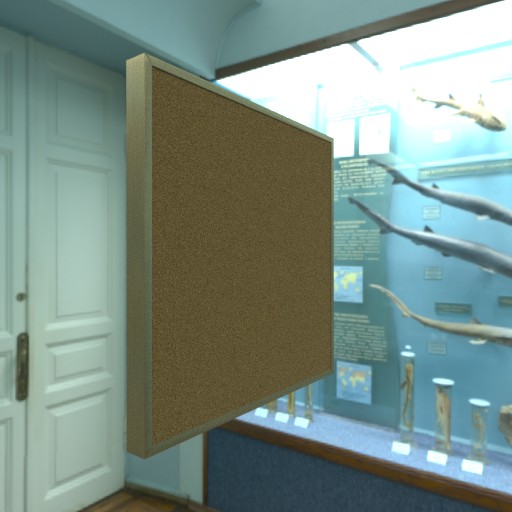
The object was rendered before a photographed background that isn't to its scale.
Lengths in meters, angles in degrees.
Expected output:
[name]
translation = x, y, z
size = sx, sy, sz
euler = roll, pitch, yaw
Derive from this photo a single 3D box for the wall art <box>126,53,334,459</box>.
[wall art]
translation = 0.000, 0.000, 0.762
size = 0.037, 0.505, 0.505
euler = 0, 0, 37
